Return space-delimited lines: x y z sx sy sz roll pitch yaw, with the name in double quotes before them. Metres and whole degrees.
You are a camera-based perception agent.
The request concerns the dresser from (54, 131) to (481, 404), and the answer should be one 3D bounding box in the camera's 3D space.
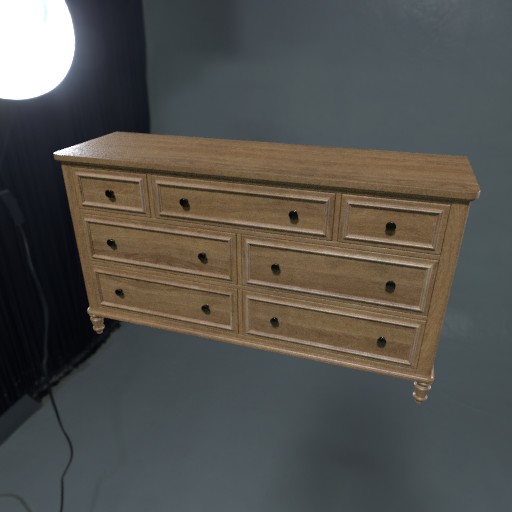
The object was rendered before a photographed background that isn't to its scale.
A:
"dresser" 0.000 0.000 1.953 1.583 0.892 0.468 8 28 16
